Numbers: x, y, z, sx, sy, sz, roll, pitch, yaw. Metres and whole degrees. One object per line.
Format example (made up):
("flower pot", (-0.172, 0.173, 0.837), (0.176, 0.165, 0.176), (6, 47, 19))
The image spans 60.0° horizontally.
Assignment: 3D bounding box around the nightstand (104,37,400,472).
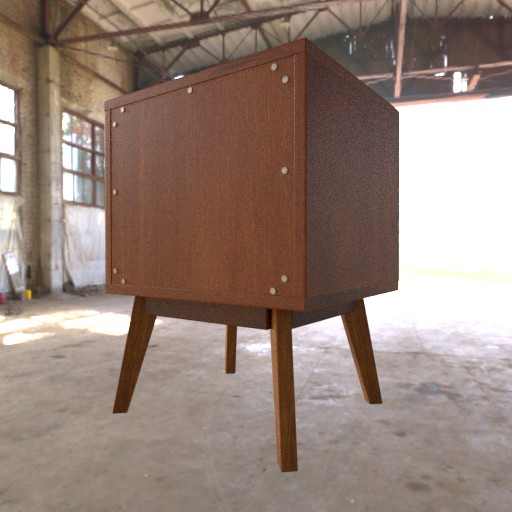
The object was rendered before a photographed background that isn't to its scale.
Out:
("nightstand", (0.000, 0.000, 0.916), (0.460, 0.618, 0.411), (1, 1, 36))
